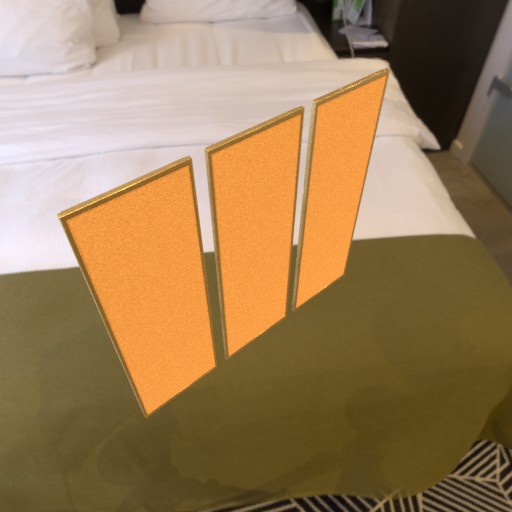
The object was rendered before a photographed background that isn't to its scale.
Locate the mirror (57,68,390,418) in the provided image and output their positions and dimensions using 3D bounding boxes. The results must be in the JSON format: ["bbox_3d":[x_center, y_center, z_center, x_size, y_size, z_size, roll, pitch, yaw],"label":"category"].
[{"bbox_3d":[0.000,0.000,1.421,1.011,0.926,0.023,-32,54,-26],"label":"mirror"}]
